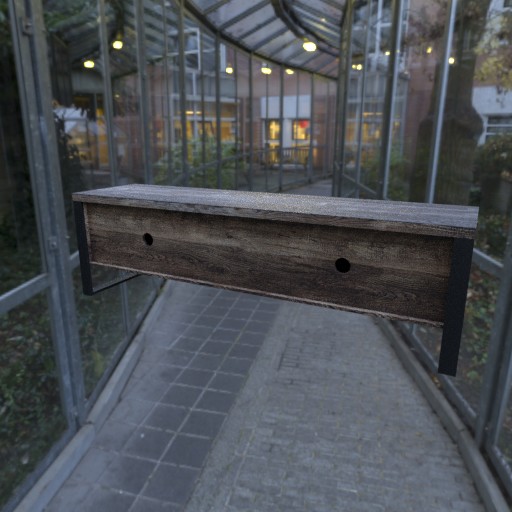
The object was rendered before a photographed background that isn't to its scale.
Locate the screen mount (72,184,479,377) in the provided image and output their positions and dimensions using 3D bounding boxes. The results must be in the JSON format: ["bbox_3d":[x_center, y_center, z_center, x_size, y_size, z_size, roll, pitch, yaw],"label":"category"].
[{"bbox_3d":[0.000,0.000,1.751,1.524,0.450,0.395,8,18,26],"label":"screen mount"}]
